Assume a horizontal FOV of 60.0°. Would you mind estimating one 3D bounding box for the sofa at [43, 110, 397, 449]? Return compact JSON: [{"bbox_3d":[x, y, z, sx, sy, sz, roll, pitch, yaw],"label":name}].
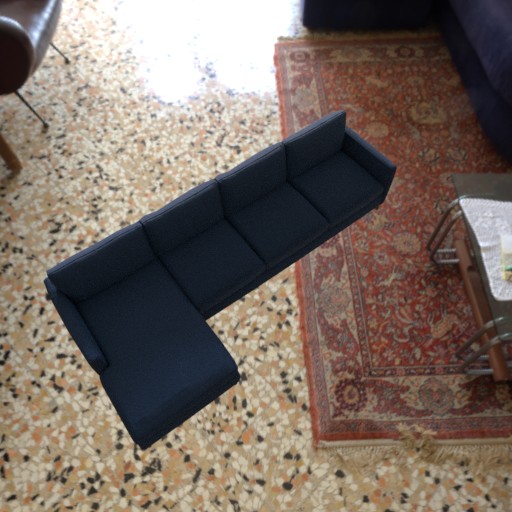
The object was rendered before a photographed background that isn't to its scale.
[{"bbox_3d":[0.000,0.000,2.961,2.450,0.679,1.128,-33,63,-19],"label":"sofa"}]
